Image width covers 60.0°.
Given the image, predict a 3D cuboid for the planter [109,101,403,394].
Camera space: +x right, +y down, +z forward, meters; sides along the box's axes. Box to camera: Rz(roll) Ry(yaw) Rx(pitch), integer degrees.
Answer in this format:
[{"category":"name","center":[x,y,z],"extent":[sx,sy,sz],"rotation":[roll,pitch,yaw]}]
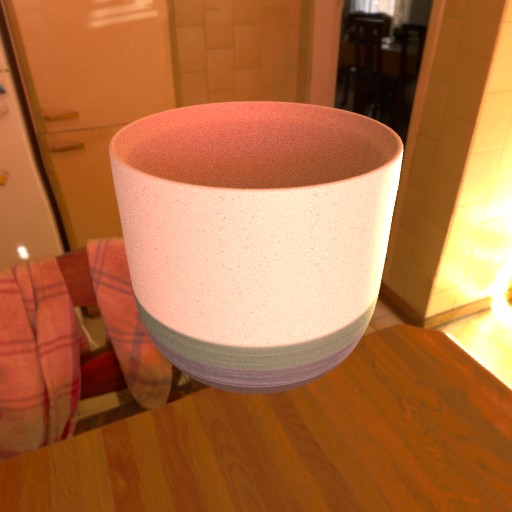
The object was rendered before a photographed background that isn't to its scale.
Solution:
[{"category":"planter","center":[0.000,0.000,0.486],"extent":[0.268,0.270,0.268],"rotation":[0,32,0]}]
